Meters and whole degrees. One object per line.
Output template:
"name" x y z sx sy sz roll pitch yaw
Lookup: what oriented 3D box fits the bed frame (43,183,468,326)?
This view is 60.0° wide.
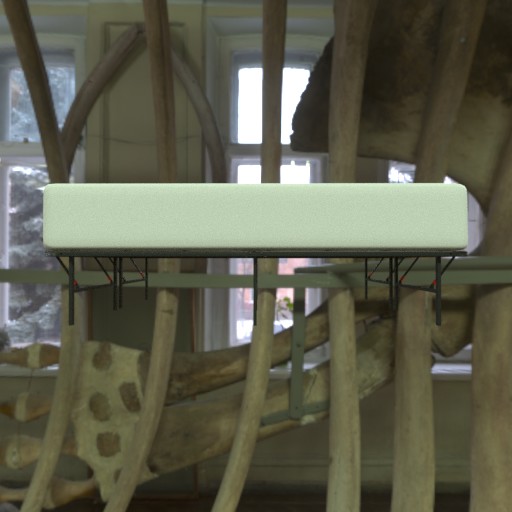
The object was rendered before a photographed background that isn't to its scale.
"bed frame" 0.000 0.000 2.829 2.037 0.677 1.528 0 -1 0
